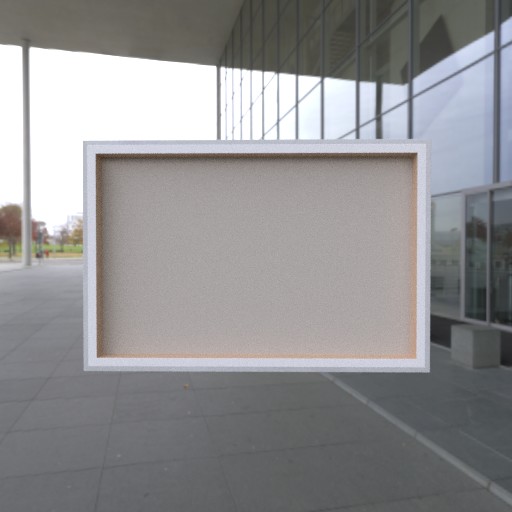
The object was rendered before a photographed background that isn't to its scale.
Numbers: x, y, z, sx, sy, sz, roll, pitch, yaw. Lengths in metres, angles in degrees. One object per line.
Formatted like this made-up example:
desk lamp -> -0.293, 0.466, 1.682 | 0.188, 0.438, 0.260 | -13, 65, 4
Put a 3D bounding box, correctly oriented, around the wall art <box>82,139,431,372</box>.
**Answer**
wall art -> 0.000, 0.000, 0.795 | 0.609, 0.407, 0.038 | 0, 1, 1
